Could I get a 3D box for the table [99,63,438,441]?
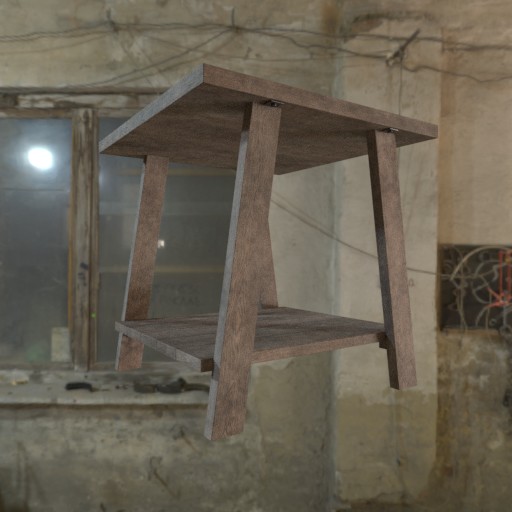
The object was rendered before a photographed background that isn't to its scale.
[{"bbox_3d":[0.000,0.000,1.114,0.610,0.610,0.610,0,1,-34],"label":"table"}]
